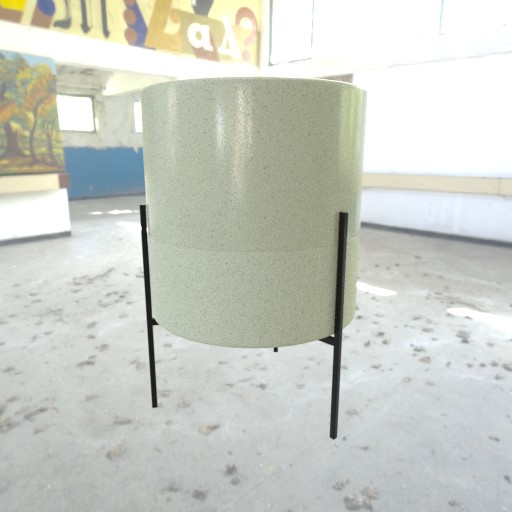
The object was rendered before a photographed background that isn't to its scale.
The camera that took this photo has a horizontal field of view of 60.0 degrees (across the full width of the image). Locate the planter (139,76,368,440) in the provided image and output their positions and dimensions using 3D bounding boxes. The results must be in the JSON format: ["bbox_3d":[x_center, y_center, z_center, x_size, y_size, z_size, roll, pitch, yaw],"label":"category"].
[{"bbox_3d":[0.000,0.000,0.681,0.314,0.475,0.323,-13,19,-42],"label":"planter"}]
